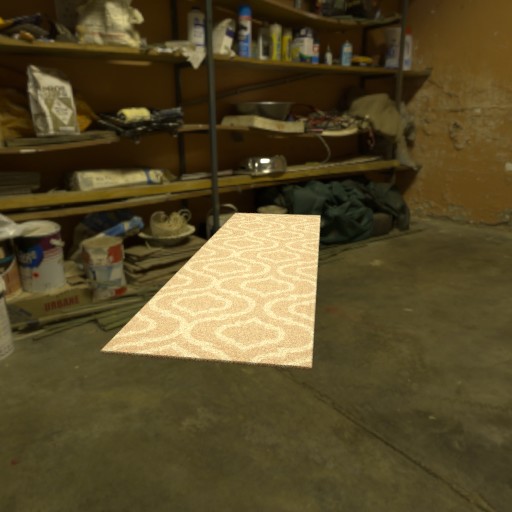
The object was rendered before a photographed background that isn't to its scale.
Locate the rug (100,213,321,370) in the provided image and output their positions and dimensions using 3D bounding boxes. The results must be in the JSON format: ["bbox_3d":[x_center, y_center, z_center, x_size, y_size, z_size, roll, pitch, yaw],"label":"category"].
[{"bbox_3d":[0.000,0.000,2.485,0.691,0.013,2.289,3,17,8],"label":"rug"}]
